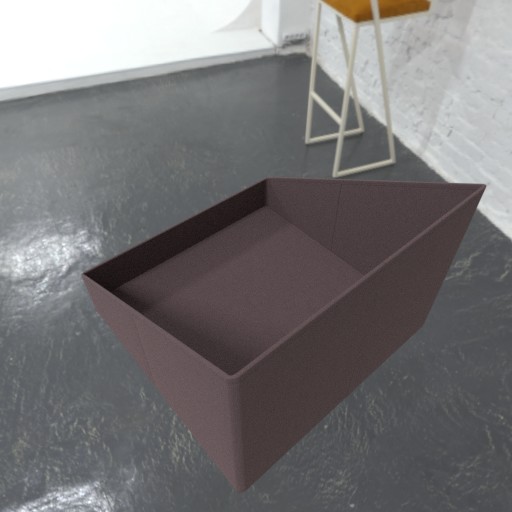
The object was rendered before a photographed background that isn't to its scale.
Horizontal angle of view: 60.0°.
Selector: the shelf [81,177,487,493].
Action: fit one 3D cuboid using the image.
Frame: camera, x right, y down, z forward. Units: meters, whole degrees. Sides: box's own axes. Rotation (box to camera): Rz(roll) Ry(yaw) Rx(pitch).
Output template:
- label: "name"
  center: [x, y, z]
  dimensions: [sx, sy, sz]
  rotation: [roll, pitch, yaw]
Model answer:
- label: "shelf"
  center: [0.000, 0.000, 0.475]
  dimensions: [0.292, 0.210, 0.292]
  rotation: [-32, 53, -28]
